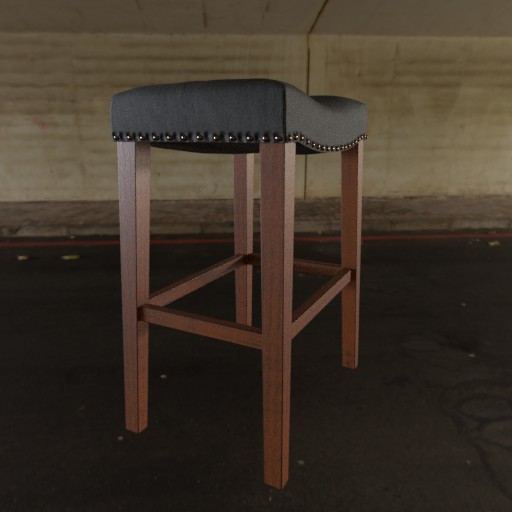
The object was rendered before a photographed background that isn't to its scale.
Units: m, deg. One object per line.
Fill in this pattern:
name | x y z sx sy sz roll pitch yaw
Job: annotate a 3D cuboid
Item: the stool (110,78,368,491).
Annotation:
stool | 0.000 0.000 0.865 0.320 0.612 0.439 8 17 27
